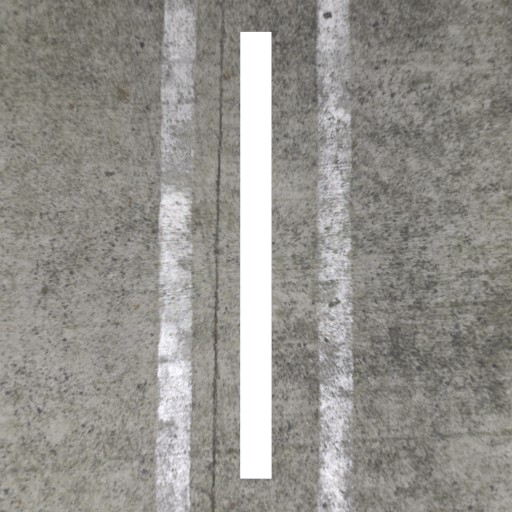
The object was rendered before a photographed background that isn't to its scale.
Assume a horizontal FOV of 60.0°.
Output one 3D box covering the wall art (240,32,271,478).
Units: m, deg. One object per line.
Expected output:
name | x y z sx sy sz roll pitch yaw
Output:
wall art | 0.000 0.000 0.758 0.035 0.507 0.508 0 90 0
